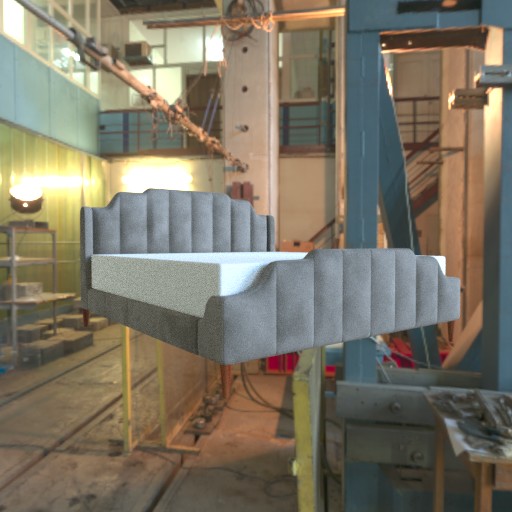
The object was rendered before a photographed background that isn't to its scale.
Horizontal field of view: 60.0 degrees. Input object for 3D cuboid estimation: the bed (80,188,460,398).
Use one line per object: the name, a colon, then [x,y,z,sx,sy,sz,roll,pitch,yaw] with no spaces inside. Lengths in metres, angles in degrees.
bed: [0.000,0.000,3.535,2.074,1.245,2.340,-1,2,-37]
